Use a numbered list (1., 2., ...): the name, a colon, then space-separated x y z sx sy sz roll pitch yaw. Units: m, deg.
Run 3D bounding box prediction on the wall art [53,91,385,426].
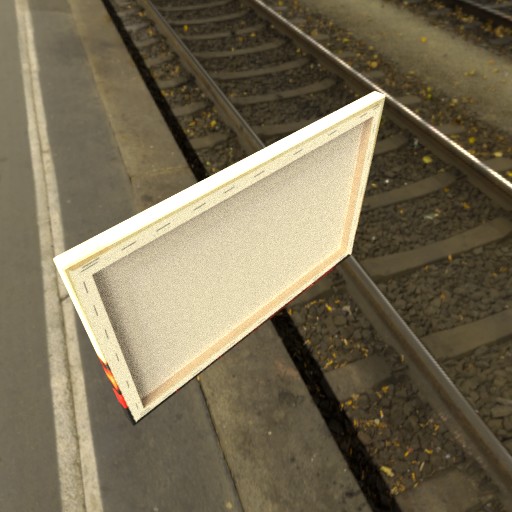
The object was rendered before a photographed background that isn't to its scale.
1. wall art: 0.000 0.000 1.177 0.918 0.602 0.038 -34 54 -29
